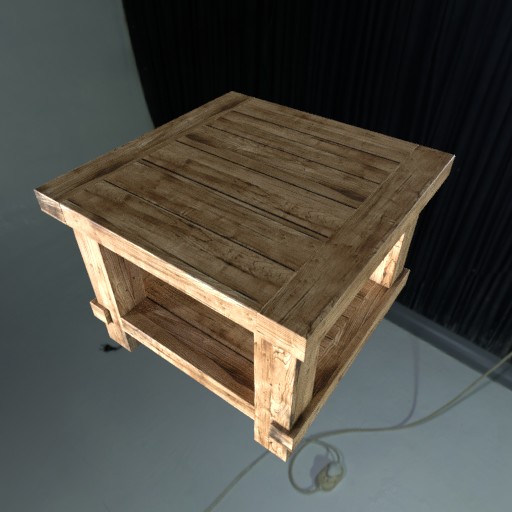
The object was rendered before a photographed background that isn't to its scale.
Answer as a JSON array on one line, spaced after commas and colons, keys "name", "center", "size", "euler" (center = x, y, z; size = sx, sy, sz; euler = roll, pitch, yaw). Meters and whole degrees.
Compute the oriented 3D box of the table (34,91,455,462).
[{"name": "table", "center": [0.000, 0.000, 1.048], "size": [0.610, 0.457, 0.610], "euler": [26, 47, 26]}]
